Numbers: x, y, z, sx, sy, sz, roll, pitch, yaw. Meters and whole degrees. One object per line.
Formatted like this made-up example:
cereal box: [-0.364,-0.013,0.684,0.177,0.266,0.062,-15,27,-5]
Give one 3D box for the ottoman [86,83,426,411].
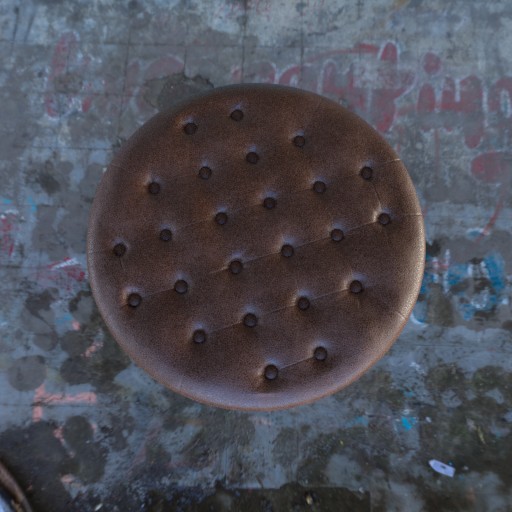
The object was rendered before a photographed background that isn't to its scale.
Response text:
ottoman: [0.000,0.000,1.012,0.637,0.442,0.637,0,77,0]
